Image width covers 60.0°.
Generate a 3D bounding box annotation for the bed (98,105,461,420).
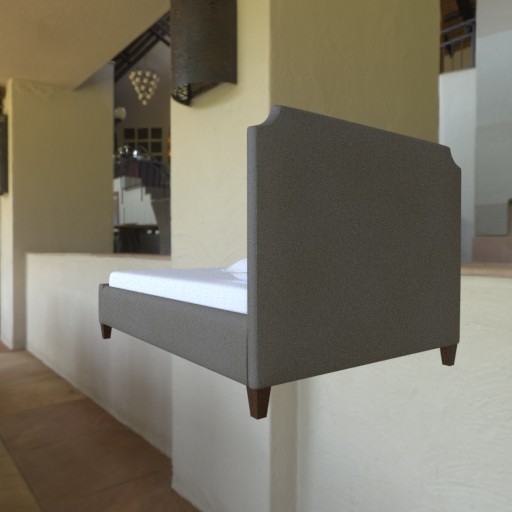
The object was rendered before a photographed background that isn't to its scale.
[{"bbox_3d":[0.000,0.000,3.382,1.712,1.443,2.372,-1,1,-36],"label":"bed"}]
